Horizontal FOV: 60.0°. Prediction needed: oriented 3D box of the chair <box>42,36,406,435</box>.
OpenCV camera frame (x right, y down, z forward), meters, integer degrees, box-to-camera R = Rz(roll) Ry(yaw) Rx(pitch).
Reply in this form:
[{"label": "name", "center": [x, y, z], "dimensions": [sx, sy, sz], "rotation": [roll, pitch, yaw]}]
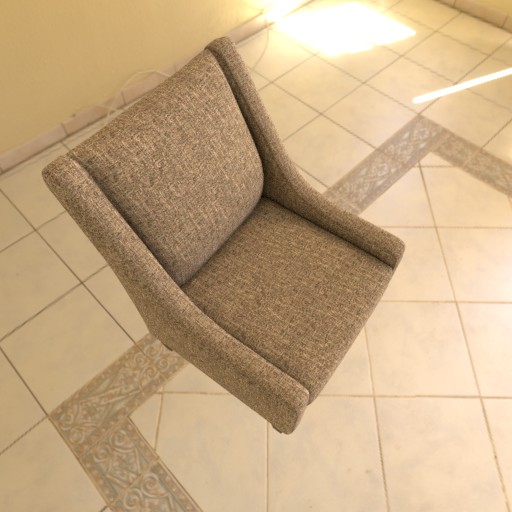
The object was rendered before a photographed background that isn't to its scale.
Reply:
[{"label": "chair", "center": [0.000, 0.000, 1.580], "dimensions": [0.870, 1.014, 0.774], "rotation": [32, 63, 18]}]
